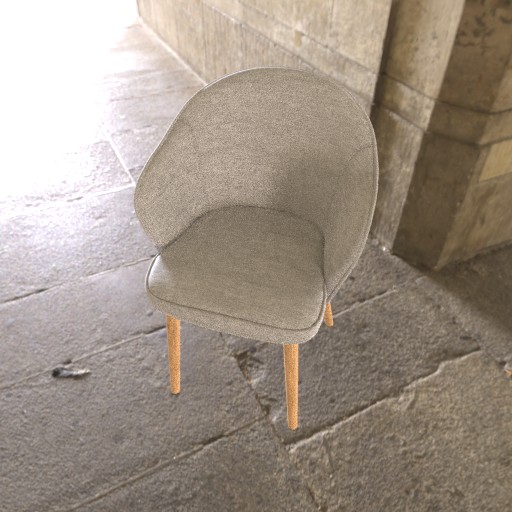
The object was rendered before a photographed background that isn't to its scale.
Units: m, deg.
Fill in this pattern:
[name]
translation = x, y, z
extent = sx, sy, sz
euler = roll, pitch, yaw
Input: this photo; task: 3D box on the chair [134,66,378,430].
[chair]
translation = 0.000, 0.000, 1.167
extent = 0.540, 0.800, 0.530
euler = 12, 44, 13
